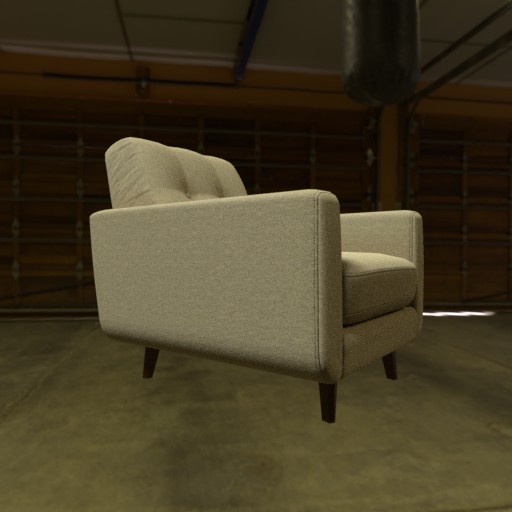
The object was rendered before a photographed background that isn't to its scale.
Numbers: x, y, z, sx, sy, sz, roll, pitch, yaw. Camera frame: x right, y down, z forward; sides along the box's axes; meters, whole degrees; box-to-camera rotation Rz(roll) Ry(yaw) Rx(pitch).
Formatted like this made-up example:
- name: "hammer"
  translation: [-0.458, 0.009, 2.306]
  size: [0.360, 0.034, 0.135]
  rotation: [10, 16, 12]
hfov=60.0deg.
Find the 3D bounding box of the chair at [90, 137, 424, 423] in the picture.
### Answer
- name: "chair"
  translation: [0.000, 0.000, 1.788]
  size: [1.128, 0.965, 0.897]
  rotation: [1, 1, 36]
